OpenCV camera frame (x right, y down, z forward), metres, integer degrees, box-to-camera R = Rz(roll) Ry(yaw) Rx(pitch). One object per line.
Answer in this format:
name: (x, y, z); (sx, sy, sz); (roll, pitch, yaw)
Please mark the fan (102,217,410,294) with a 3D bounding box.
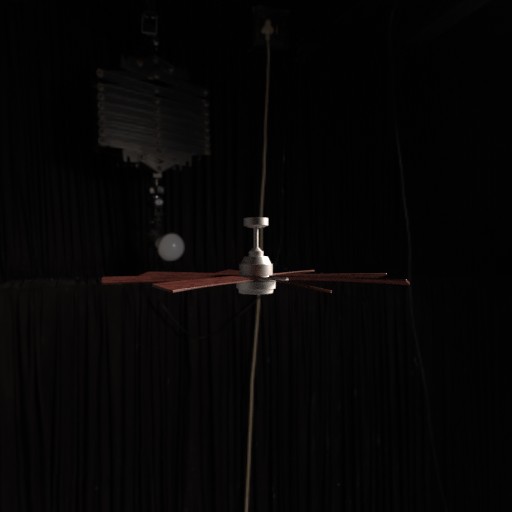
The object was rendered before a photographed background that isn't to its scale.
fan: (0.000, 0.000, 2.782); (1.830, 0.472, 1.830); (0, 1, -18)
